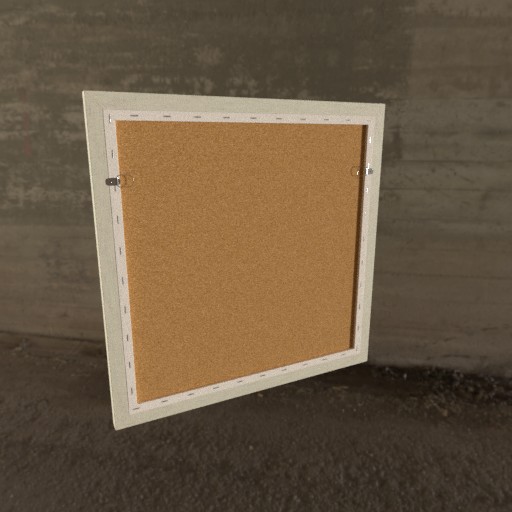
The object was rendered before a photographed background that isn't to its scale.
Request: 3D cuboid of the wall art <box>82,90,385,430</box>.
[{"bbox_3d":[0.000,0.000,1.514,1.016,1.016,0.045,-7,16,-26],"label":"wall art"}]
